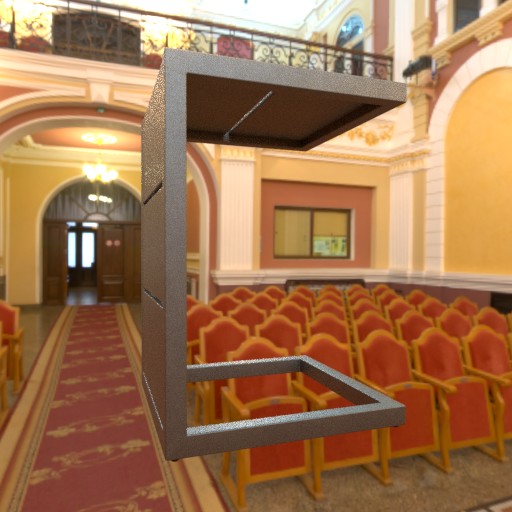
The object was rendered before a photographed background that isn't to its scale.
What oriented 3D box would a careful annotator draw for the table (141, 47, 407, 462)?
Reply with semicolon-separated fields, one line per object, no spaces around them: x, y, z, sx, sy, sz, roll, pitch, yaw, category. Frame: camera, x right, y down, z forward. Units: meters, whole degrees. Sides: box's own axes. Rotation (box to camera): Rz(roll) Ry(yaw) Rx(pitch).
0.000;0.000;0.902;0.420;0.609;0.405;0;1;-19;table
